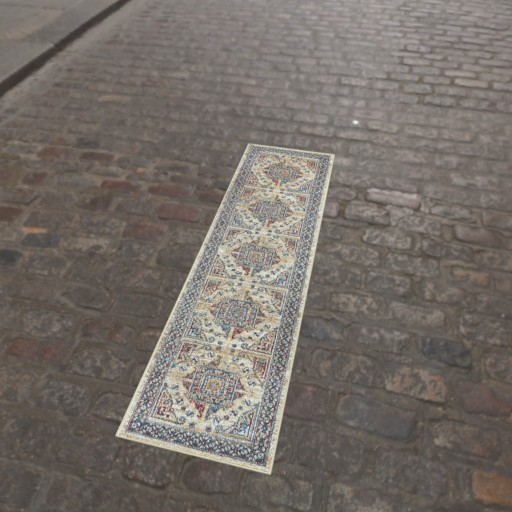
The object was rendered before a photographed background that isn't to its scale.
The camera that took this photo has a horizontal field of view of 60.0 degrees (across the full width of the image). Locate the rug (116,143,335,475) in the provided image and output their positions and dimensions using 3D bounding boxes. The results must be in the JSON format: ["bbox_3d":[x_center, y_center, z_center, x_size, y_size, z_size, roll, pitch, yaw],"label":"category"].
[{"bbox_3d":[0.000,0.000,2.564,0.661,0.013,2.297,10,47,9],"label":"rug"}]
